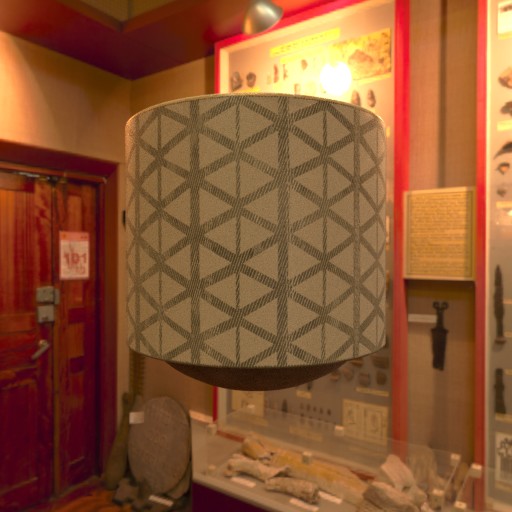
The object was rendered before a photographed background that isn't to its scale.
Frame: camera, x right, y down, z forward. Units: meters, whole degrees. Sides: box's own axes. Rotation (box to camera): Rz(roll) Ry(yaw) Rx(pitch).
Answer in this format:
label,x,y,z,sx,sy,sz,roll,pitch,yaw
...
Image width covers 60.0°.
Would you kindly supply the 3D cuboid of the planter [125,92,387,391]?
label,x,y,z,sx,sy,sz,roll,pitch,yaw
planter,0.000,0.000,0.337,0.190,0.181,0.190,0,1,0
